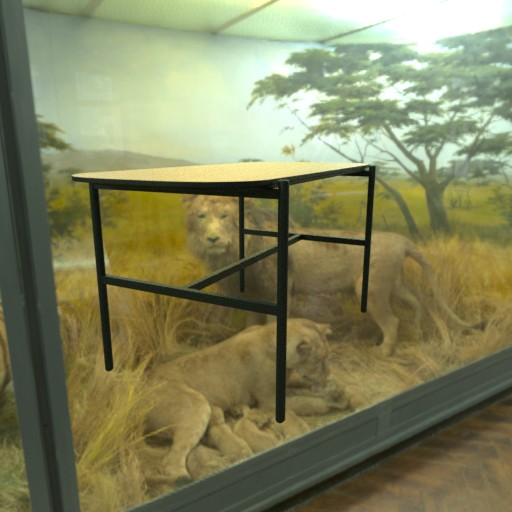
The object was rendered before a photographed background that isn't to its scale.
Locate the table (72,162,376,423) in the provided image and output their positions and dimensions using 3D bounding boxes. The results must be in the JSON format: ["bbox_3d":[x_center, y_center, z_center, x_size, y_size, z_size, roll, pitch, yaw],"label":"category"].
[{"bbox_3d":[0.000,0.000,1.024,0.400,0.400,0.800,7,16,26],"label":"table"}]
